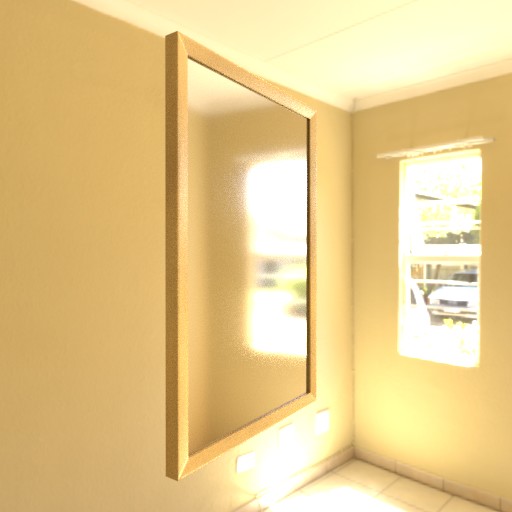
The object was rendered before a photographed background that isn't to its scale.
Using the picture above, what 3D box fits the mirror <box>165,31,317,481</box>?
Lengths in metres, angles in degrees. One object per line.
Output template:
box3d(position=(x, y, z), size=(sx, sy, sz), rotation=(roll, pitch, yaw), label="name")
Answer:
box3d(position=(0.000, 0.000, 1.160), size=(0.040, 0.915, 0.609), rotation=(0, 0, 35), label="mirror")
